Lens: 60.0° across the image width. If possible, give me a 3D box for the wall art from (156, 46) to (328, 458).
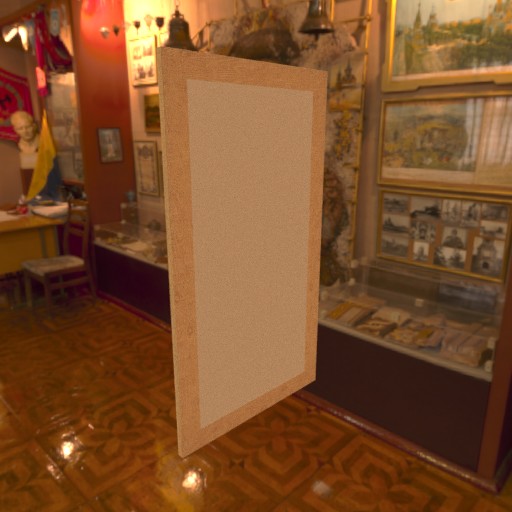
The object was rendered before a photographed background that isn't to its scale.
[{"bbox_3d":[0.000,0.000,0.842,0.381,0.683,0.013,-14,21,-42],"label":"wall art"}]
